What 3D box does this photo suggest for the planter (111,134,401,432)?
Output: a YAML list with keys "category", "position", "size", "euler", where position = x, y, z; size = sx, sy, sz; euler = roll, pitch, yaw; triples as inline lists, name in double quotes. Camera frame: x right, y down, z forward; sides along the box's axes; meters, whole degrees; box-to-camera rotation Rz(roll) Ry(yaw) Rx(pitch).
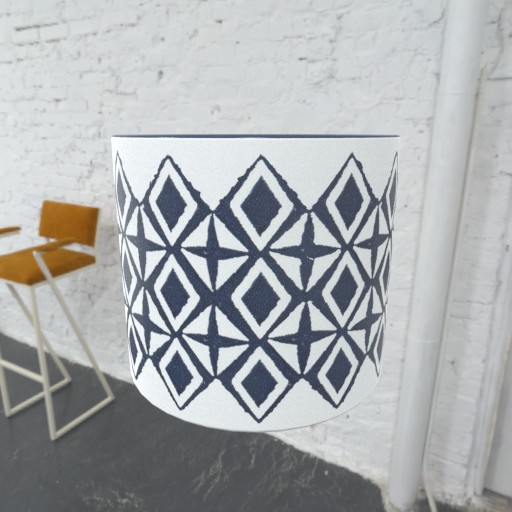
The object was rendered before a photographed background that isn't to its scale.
- category: "planter"
  position: [0.000, 0.000, 0.312]
  size: [0.182, 0.165, 0.182]
  euler: [0, 16, 0]
